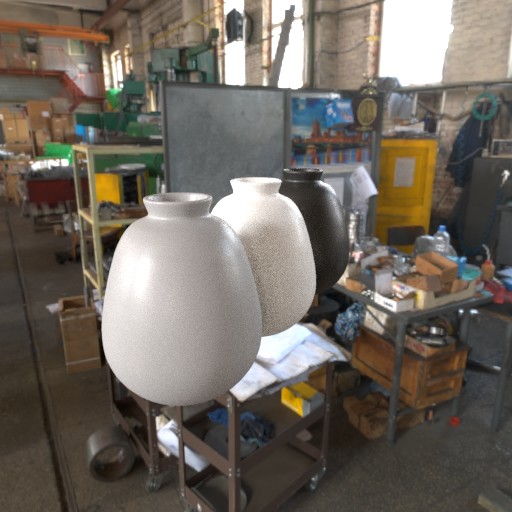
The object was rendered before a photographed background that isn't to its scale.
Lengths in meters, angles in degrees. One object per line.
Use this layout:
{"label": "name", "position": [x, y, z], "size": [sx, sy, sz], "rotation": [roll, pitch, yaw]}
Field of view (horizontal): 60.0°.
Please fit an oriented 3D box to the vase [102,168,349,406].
{"label": "vase", "position": [0.000, 0.000, 0.358], "size": [0.097, 0.122, 0.297], "rotation": [8, 18, 26]}
